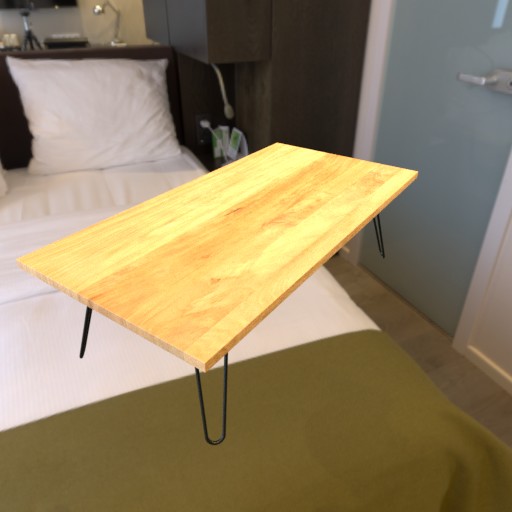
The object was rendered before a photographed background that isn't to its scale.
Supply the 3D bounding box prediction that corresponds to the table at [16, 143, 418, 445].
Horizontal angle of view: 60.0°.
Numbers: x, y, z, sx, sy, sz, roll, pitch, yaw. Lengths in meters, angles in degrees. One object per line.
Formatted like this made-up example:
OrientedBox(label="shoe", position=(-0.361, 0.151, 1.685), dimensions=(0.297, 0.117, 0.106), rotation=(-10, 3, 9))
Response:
OrientedBox(label="table", position=(0.000, 0.000, 1.645), dimensions=(0.699, 0.400, 1.348), rotation=(20, 36, 30))
